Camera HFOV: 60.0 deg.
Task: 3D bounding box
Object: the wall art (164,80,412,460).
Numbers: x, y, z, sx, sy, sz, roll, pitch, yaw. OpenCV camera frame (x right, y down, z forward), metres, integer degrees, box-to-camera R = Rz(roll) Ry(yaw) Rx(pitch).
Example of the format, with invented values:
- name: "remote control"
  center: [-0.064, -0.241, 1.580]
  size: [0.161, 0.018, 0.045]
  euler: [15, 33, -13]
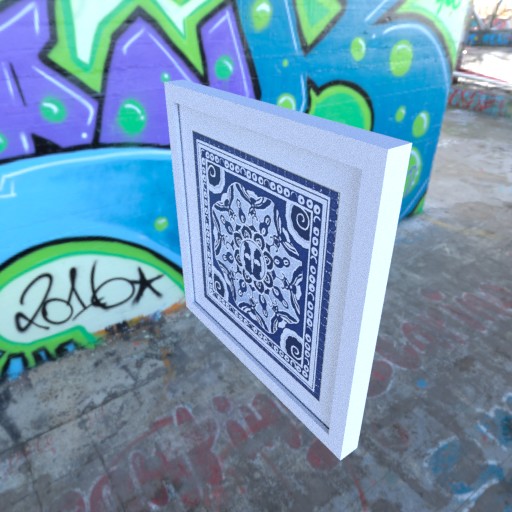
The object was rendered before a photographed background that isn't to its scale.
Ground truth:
- name: "wall art"
  center: [0.000, 0.000, 0.537]
  size: [0.027, 0.355, 0.355]
  euler: [-21, 36, -31]
